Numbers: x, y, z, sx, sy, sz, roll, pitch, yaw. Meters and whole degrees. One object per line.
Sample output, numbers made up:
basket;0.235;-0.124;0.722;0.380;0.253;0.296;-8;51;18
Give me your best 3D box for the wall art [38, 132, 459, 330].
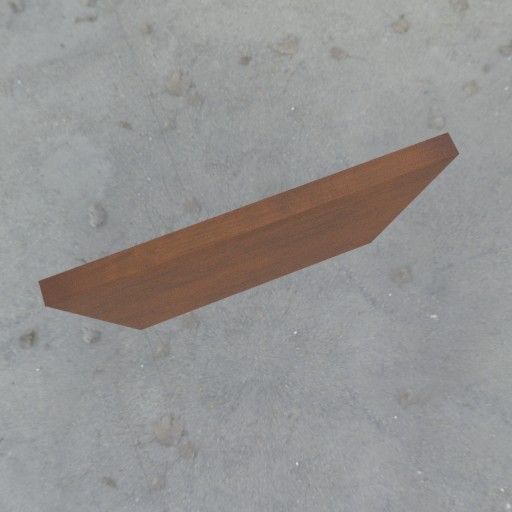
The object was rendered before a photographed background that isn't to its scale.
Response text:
wall art;0.000;0.000;0.784;0.558;0.457;0.033;-21;78;-5
